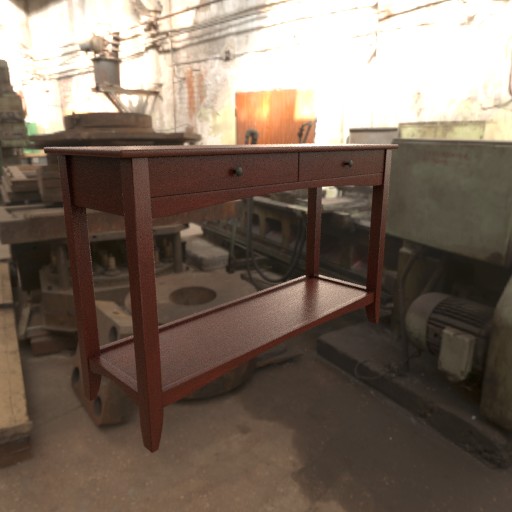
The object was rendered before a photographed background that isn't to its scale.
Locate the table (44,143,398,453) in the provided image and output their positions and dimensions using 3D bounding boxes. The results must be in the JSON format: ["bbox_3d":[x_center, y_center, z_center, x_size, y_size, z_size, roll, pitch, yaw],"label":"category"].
[{"bbox_3d":[0.000,0.000,1.529,0.392,0.739,1.188,14,20,42],"label":"table"}]
